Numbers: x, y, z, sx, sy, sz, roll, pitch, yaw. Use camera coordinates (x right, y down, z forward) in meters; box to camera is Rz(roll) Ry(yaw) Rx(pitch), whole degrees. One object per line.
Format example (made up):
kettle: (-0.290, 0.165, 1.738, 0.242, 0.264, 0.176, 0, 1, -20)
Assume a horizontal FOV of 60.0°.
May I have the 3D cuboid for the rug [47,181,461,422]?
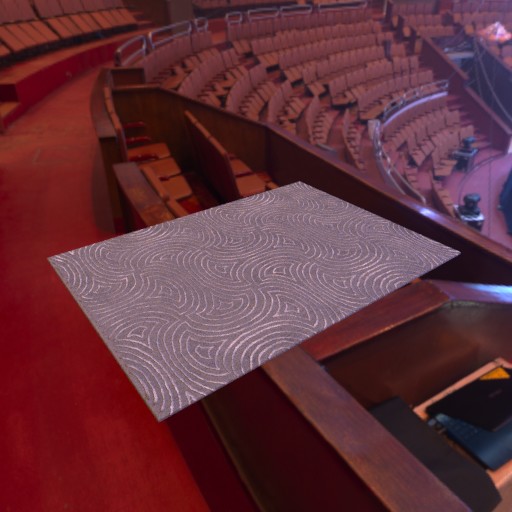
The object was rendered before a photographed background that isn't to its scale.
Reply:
rug: (0.000, 0.000, 2.827, 2.144, 0.015, 1.543, -22, 37, -31)
